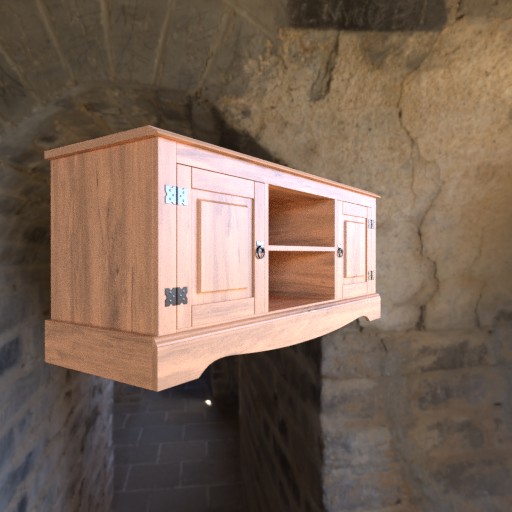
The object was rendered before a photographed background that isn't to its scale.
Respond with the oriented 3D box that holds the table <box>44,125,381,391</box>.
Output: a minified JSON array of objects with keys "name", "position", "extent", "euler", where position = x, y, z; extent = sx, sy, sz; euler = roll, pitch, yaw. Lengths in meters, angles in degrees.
[{"name":"table","position":[0.000,0.000,1.445],"extent":[0.400,0.510,1.200],"euler":[0,0,36]}]
